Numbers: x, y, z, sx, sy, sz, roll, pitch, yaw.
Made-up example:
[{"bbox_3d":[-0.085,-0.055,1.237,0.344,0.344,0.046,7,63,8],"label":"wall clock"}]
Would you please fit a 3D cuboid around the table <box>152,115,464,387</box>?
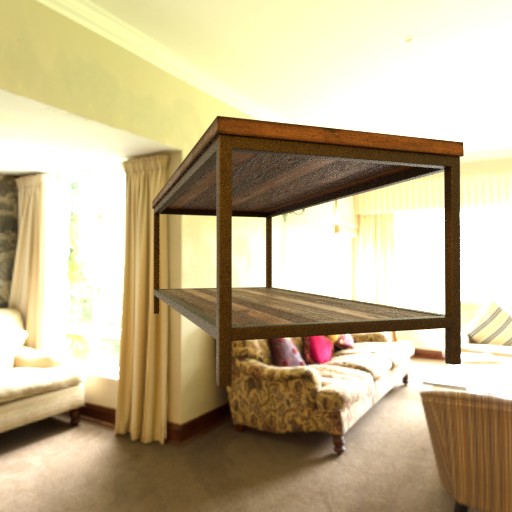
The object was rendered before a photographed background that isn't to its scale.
[{"bbox_3d":[0.000,0.000,1.188,0.452,0.399,0.990,0,-1,-19],"label":"table"}]
